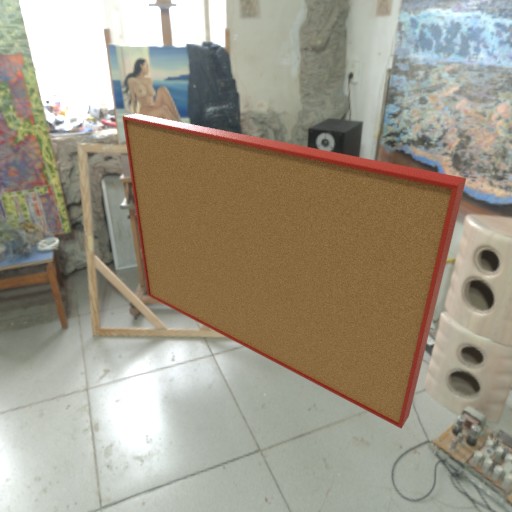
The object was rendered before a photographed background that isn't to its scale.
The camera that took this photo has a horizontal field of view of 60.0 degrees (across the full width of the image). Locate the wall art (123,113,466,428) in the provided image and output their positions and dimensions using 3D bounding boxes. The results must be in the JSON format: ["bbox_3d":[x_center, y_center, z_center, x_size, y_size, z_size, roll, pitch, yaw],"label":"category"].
[{"bbox_3d":[0.000,0.000,0.775,0.607,0.405,0.033,21,35,32],"label":"wall art"}]
